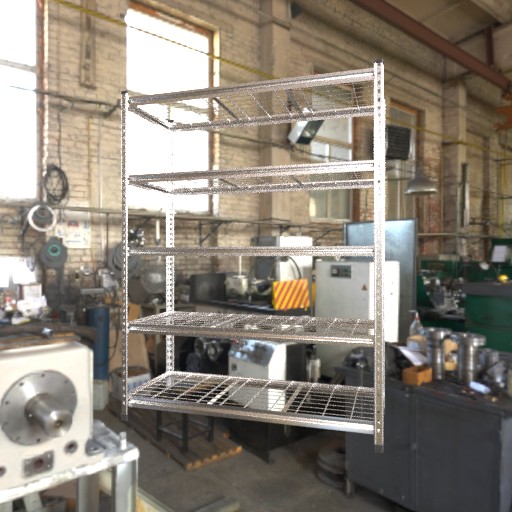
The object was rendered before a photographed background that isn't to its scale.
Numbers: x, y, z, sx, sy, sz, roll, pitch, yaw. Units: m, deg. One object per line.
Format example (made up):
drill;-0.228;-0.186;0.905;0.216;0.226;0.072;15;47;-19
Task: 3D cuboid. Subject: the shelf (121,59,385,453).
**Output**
shelf;0.000;0.000;2.737;1.524;1.981;0.610;0;0;17
